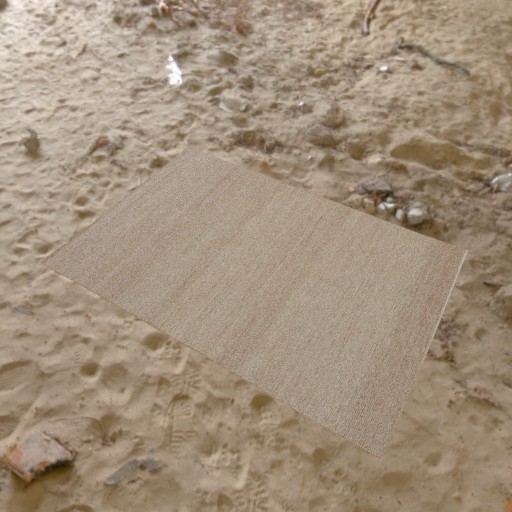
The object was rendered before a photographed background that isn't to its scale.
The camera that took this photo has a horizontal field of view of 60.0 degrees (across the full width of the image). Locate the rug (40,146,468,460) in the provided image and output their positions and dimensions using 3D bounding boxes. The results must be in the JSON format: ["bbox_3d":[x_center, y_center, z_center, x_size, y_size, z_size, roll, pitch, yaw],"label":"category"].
[{"bbox_3d":[0.000,0.000,2.906,2.346,0.029,1.574,24,51,21],"label":"rug"}]
